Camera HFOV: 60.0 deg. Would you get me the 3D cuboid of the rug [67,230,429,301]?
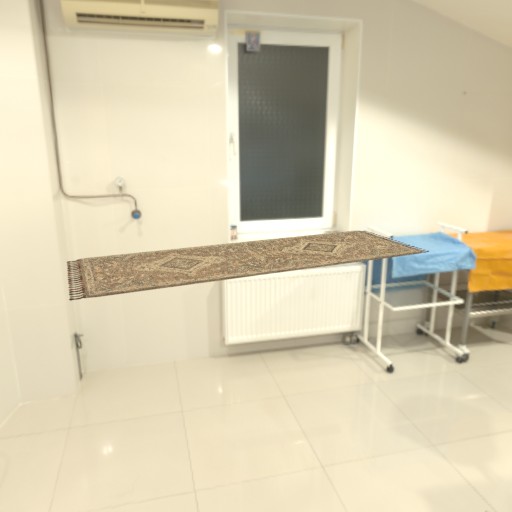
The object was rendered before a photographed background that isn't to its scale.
[{"bbox_3d":[0.000,0.000,2.894,2.378,0.018,1.324,-2,16,-7],"label":"rug"}]
